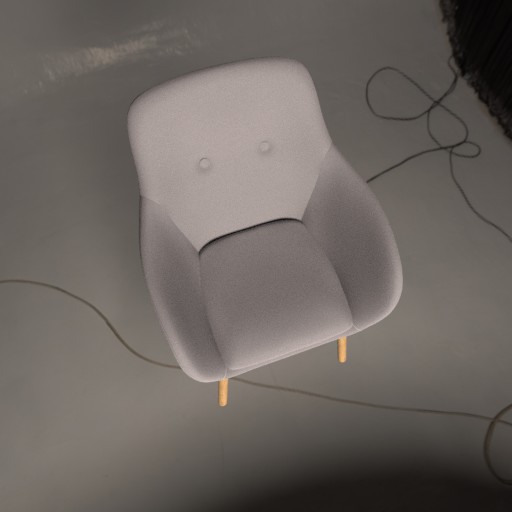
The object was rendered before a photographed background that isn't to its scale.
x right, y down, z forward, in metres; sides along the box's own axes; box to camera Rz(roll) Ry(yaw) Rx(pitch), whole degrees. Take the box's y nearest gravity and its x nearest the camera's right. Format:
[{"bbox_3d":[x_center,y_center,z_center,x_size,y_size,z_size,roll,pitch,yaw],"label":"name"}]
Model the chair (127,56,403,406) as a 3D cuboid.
[{"bbox_3d":[0.000,0.000,1.241,0.570,0.830,0.590,-18,65,-8],"label":"chair"}]
